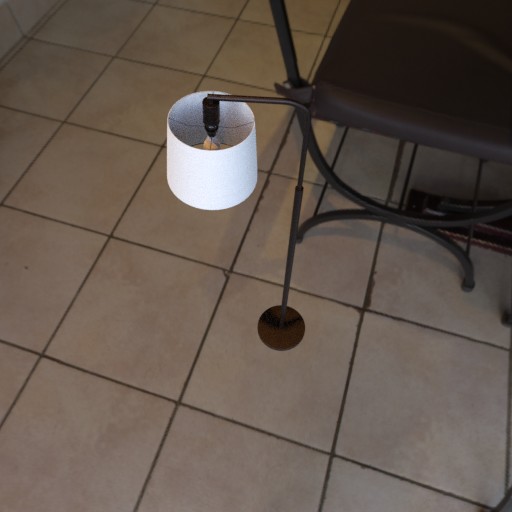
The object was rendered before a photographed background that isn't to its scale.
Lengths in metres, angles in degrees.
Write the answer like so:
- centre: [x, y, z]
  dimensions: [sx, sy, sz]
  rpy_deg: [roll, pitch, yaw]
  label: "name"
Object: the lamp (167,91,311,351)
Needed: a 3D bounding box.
- centre: [0.000, 0.000, 1.673]
  dimensions: [0.508, 1.478, 0.254]
  rpy_deg: [-1, 59, 0]
  label: "lamp"
